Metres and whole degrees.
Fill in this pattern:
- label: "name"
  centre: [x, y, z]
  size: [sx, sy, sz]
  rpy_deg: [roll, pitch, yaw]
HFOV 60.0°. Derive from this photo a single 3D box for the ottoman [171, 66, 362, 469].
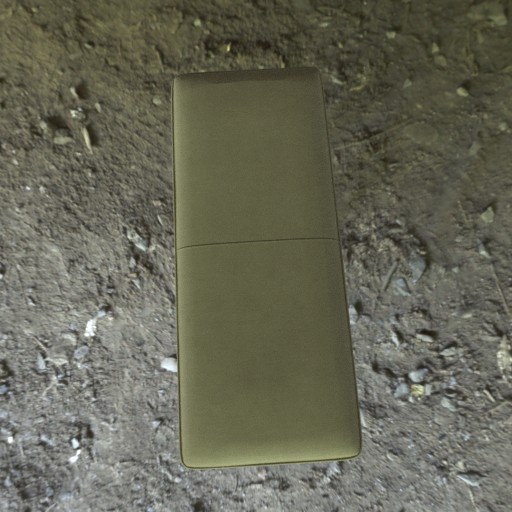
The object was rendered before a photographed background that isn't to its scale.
- label: "ottoman"
  centre: [0.000, 0.000, 2.032]
  size: [0.735, 0.460, 1.726]
  rpy_deg: [-4, 77, -1]
